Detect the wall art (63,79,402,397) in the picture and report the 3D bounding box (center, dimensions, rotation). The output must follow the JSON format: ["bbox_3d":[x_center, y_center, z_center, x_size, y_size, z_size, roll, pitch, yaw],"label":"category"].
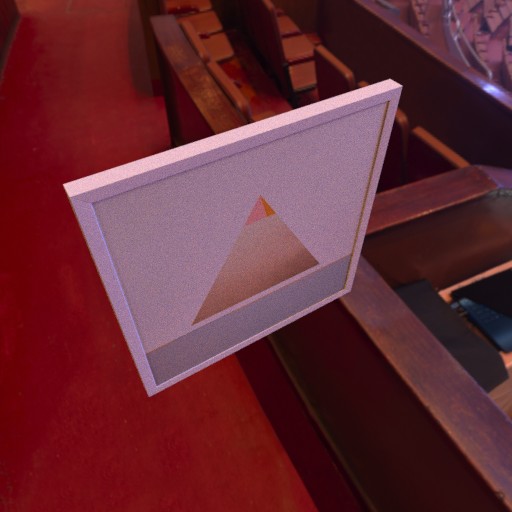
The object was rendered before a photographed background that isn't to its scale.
[{"bbox_3d":[0.000,0.000,1.181,0.768,0.765,0.041,-24,52,-21],"label":"wall art"}]
